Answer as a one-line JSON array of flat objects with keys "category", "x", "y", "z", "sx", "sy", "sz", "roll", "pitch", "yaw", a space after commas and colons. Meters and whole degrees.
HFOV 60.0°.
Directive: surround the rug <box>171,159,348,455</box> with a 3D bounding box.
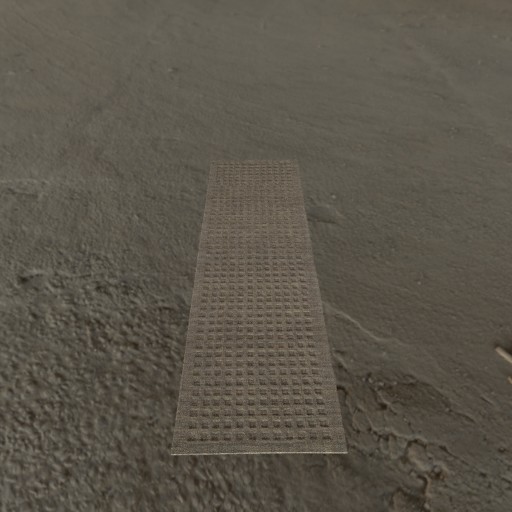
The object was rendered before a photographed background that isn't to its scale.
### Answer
[{"category": "rug", "x": 0.000, "y": 0.000, "z": 2.698, "sx": 0.706, "sy": 0.009, "sz": 2.443, "roll": 0, "pitch": 40, "yaw": 0}]
